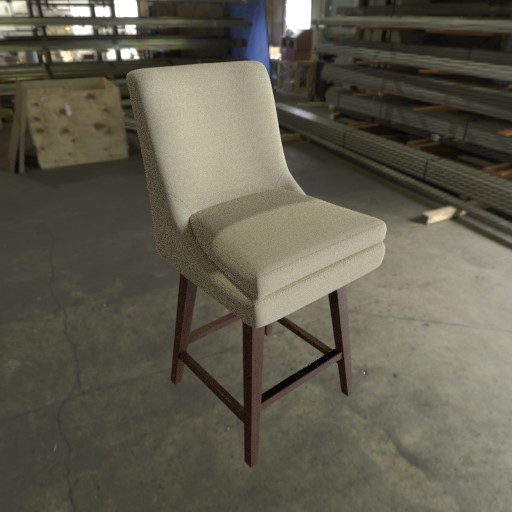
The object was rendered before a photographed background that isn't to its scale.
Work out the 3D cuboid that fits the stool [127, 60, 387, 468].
[{"bbox_3d":[0.000,0.000,1.284,0.483,0.991,0.559,-22,35,-34],"label":"stool"}]
